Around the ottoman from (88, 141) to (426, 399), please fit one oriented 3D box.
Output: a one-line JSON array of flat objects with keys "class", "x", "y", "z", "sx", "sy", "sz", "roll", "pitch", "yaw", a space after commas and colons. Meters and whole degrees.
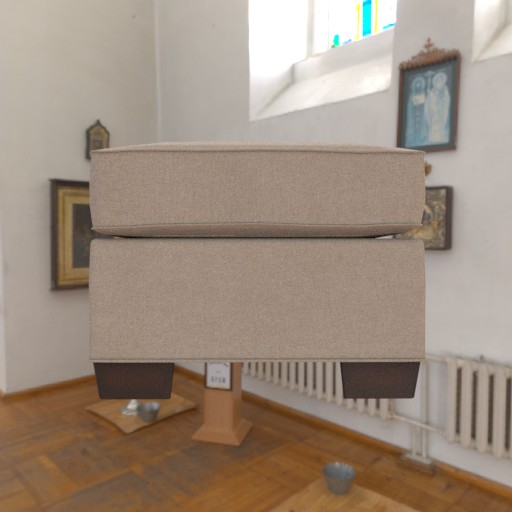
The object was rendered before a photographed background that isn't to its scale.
[{"class": "ottoman", "x": 0.000, "y": 0.000, "z": 1.205, "sx": 0.617, "sy": 0.503, "sz": 0.846, "roll": 0, "pitch": 1, "yaw": 0}]
